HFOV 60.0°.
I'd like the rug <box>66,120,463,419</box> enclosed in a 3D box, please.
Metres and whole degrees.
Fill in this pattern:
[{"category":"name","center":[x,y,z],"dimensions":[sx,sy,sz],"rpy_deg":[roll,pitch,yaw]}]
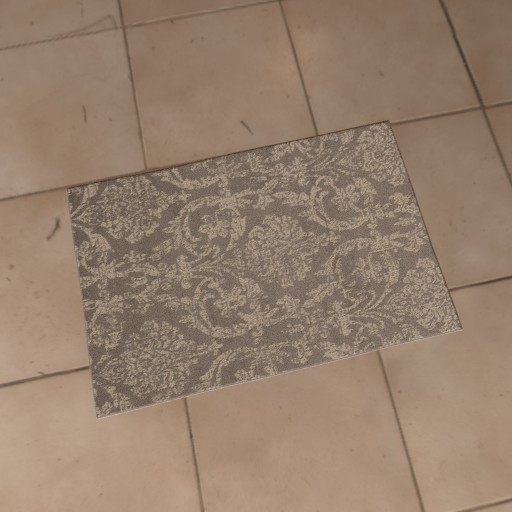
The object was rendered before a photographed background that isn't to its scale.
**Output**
[{"category":"rug","center":[0.000,0.000,2.292],"dimensions":[1.824,0.012,1.206],"rpy_deg":[-13,75,-3]}]
